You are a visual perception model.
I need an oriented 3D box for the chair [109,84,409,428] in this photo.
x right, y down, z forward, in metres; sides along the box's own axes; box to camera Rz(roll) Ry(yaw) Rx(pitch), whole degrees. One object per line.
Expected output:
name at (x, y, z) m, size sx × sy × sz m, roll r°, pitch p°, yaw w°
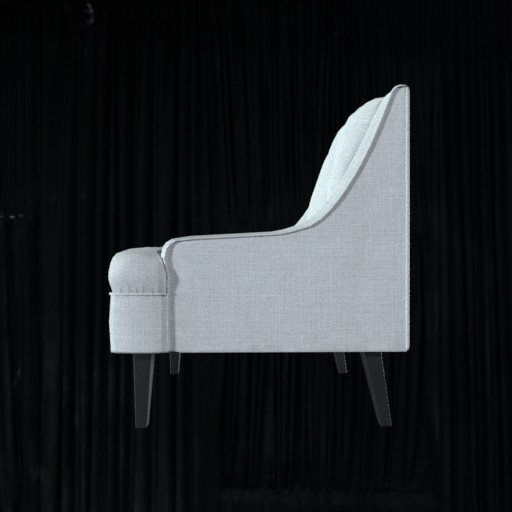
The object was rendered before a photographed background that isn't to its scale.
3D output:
chair at (0.000, 0.000, 1.426) m, size 0.772 × 0.891 × 0.658 m, roll 0°, pitch 0°, yaw -1°
